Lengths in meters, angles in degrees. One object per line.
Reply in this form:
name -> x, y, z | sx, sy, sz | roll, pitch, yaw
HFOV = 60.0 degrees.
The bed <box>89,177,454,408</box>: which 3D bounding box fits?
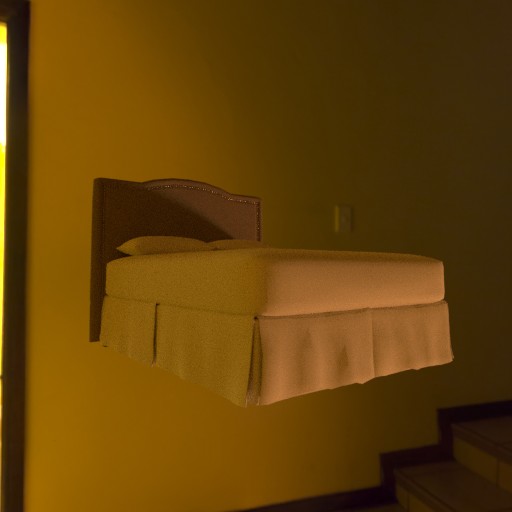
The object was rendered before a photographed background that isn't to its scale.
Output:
bed -> 0.000, 0.000, 3.233 | 1.744, 1.441, 2.128 | 1, -2, -37
